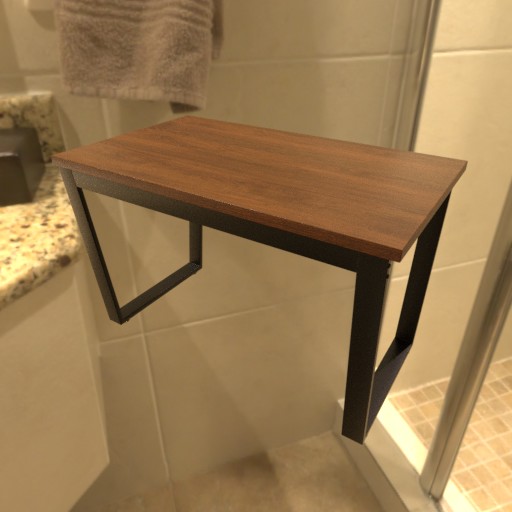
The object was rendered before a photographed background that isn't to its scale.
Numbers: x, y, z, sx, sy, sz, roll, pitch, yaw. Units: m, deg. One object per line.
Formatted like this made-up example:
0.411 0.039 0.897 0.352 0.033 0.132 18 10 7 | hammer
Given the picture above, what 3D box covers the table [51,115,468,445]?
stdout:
0.000 0.000 1.677 1.205 0.760 0.714 18 35 28 | table
